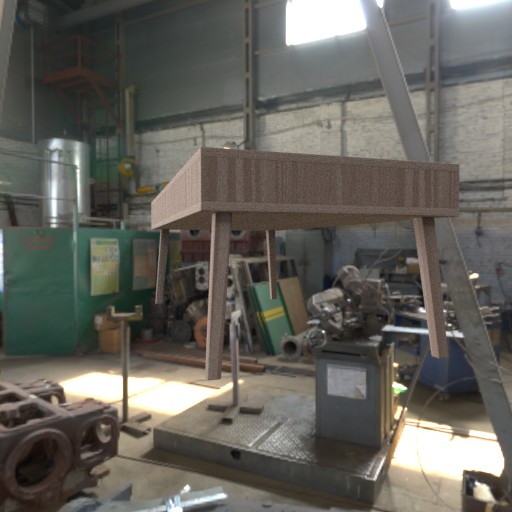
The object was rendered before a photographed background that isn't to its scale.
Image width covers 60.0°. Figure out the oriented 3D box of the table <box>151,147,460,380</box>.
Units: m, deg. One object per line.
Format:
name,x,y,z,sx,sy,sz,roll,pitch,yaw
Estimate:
table,0.000,0.000,1.503,0.600,0.450,1.200,-1,2,-18
